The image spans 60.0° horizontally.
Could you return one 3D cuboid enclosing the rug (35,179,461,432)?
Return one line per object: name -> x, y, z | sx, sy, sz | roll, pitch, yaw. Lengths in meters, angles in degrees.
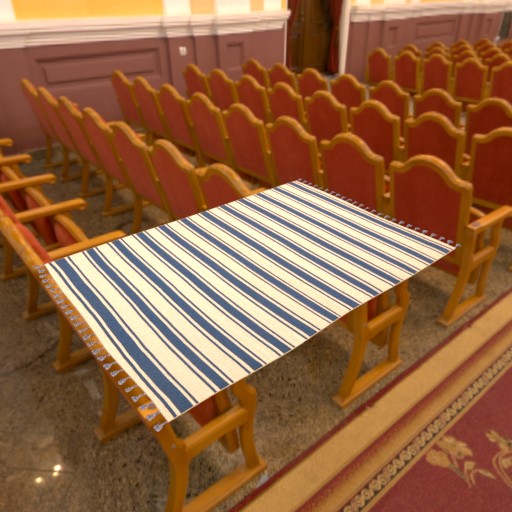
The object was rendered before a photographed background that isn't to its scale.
rug -> 0.000, 0.000, 2.852 | 2.315, 0.010, 1.544 | -23, 39, -33
